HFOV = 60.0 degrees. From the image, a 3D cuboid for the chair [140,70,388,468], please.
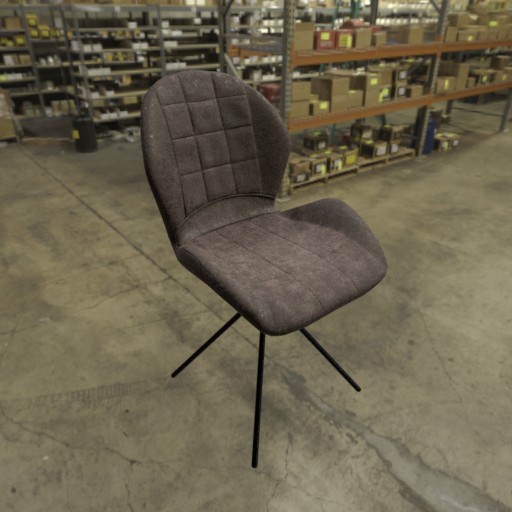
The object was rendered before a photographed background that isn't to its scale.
[{"bbox_3d":[0.000,0.000,1.268,0.527,0.934,0.640,-22,36,-33],"label":"chair"}]
